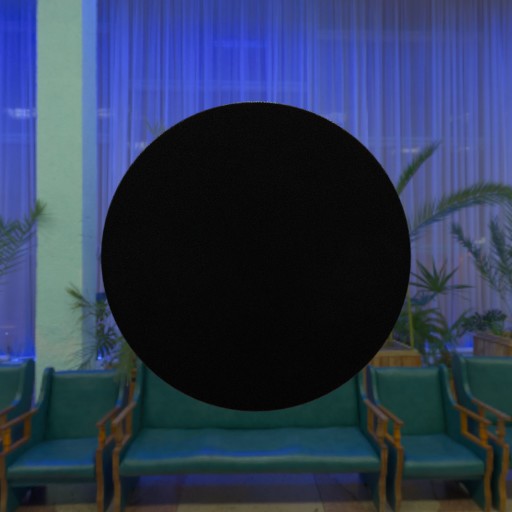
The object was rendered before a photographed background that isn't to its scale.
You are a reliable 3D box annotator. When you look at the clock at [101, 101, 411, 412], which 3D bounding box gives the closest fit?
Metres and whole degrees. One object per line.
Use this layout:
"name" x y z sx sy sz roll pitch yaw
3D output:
"clock" 0.000 0.000 0.466 0.314 0.314 0.040 0 -1 0
